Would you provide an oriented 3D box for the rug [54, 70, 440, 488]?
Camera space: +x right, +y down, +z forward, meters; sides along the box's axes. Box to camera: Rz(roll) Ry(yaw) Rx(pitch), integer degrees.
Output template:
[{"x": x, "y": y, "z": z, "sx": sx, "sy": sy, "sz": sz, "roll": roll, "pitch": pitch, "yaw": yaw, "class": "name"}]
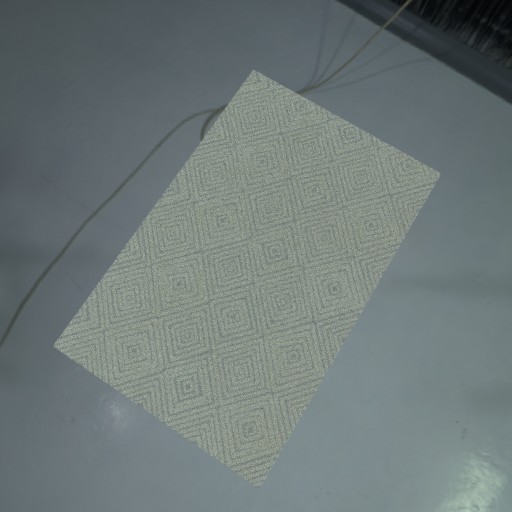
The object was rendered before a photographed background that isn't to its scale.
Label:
[{"x": 0.000, "y": 0.000, "z": 2.182, "sx": 1.143, "sy": 0.008, "sz": 1.753, "roll": 32, "pitch": 79, "yaw": 7, "class": "rug"}]
